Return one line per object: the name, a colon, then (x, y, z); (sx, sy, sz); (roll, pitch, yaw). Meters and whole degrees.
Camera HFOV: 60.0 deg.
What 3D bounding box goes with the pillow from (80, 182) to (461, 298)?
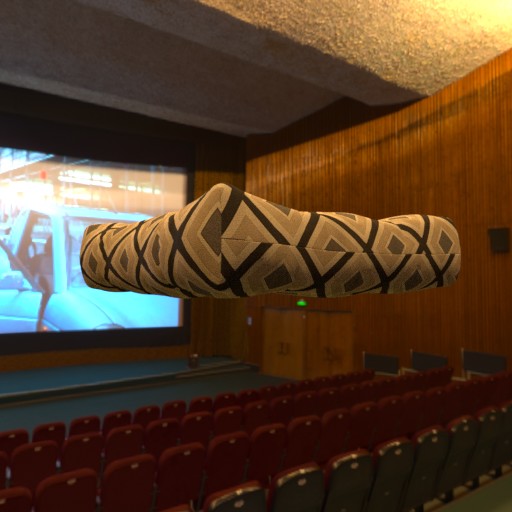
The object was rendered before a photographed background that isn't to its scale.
pillow: (0.000, 0.000, 0.751); (0.468, 0.128, 0.490); (2, -3, -36)
